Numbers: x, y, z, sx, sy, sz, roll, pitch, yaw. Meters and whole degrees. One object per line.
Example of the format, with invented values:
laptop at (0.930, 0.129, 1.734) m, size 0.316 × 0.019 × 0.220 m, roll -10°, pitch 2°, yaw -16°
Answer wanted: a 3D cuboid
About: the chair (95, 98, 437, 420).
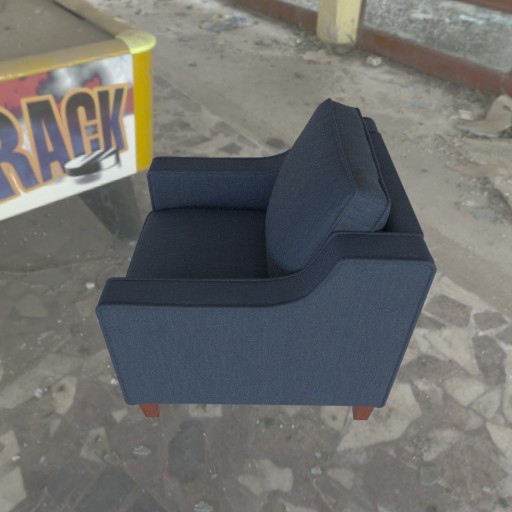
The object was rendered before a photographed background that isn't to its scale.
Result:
chair at (0.000, 0.000, 1.620) m, size 0.909 × 0.960 × 0.831 m, roll 1°, pitch 41°, yaw 1°
